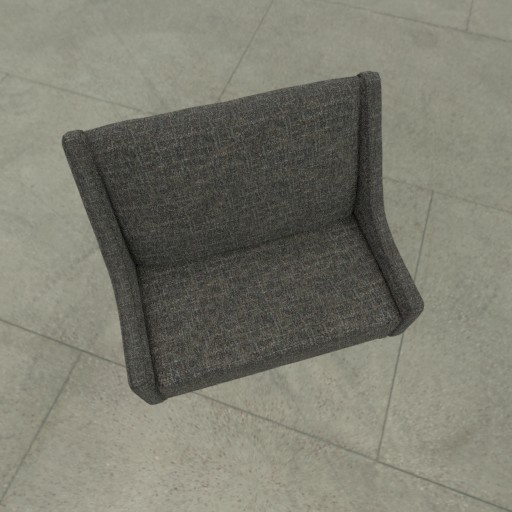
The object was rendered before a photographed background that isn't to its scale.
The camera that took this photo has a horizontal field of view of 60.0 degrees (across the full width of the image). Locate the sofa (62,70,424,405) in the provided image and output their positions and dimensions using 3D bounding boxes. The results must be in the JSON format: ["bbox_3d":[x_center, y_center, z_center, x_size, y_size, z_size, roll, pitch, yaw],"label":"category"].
[{"bbox_3d":[0.000,0.000,1.909,1.242,1.021,0.870,-14,63,-7],"label":"sofa"}]
